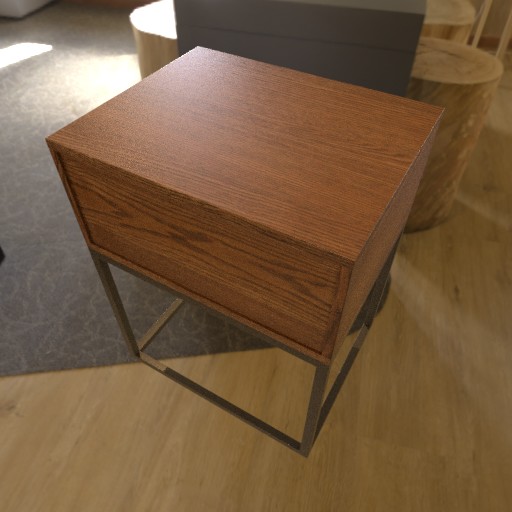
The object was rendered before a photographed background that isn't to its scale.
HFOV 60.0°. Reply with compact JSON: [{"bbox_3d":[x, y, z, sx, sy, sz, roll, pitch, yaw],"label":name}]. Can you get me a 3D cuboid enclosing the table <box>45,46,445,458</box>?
[{"bbox_3d":[0.000,0.000,0.904,0.482,0.610,0.400,23,51,20],"label":"table"}]
